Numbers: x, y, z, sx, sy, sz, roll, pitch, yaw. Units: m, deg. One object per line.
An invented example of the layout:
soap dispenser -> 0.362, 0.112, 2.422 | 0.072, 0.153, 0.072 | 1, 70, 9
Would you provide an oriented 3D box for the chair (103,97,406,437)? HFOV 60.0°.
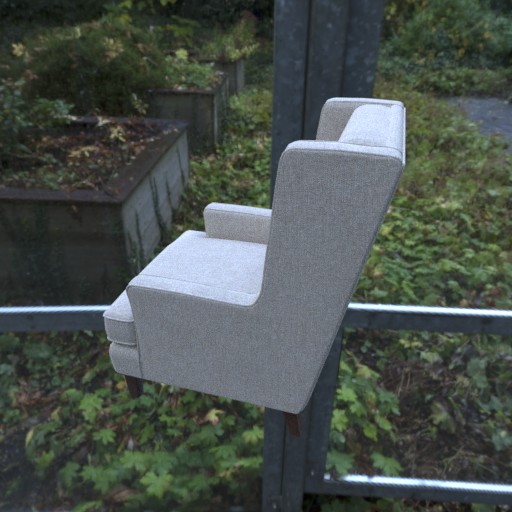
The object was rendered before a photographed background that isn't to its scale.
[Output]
chair -> 0.000, 0.000, 1.715 | 0.948, 1.082, 0.764 | 8, 30, 14
